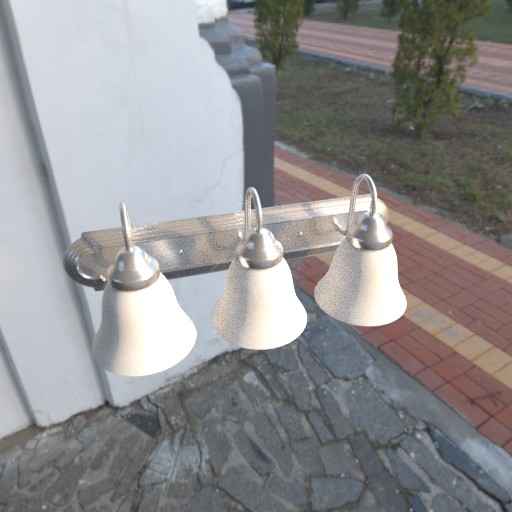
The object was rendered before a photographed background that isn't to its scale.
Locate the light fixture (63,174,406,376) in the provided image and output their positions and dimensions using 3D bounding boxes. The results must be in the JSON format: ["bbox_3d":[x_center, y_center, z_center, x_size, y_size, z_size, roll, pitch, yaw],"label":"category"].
[{"bbox_3d":[0.000,0.000,0.718,0.610,0.222,0.199,-9,33,-14],"label":"light fixture"}]
